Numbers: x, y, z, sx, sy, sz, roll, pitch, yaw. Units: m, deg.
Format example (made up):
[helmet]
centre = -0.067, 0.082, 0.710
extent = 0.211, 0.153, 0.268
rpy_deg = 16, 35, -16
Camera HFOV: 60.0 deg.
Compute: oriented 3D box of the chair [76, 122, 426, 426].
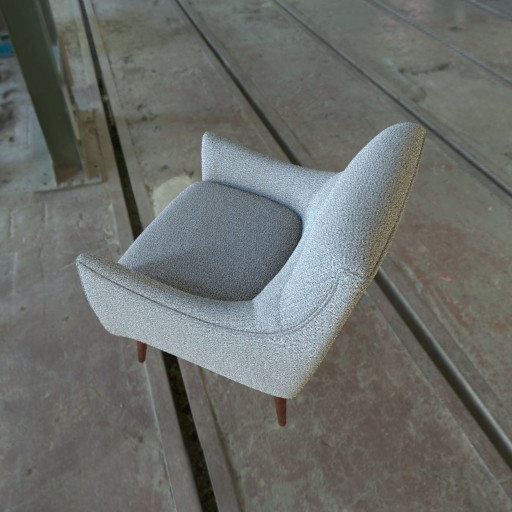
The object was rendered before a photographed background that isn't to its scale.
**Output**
[chair]
centre = 0.000, 0.000, 1.419
extent = 0.787, 0.838, 0.762
rpy_deg = 19, 49, 17
